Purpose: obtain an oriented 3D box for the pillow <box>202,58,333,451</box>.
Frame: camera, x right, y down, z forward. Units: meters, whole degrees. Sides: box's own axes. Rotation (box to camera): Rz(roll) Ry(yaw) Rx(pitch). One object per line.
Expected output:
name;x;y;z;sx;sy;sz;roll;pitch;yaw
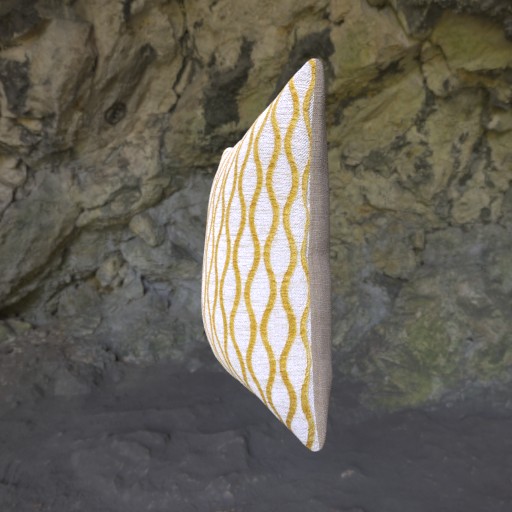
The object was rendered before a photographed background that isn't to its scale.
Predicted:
pillow;0.000;0.000;0.684;0.159;0.436;0.429;0;0;-18
